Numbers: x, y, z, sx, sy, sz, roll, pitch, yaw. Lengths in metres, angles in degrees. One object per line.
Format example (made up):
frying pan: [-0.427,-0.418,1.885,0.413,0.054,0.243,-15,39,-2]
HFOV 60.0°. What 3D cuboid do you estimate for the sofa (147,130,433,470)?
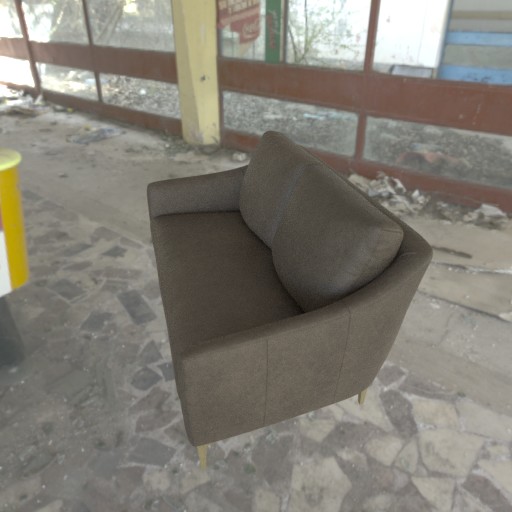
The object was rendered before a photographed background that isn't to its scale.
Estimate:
sofa: [0.000,0.000,2.189,0.960,0.902,1.619,-8,31,-14]
